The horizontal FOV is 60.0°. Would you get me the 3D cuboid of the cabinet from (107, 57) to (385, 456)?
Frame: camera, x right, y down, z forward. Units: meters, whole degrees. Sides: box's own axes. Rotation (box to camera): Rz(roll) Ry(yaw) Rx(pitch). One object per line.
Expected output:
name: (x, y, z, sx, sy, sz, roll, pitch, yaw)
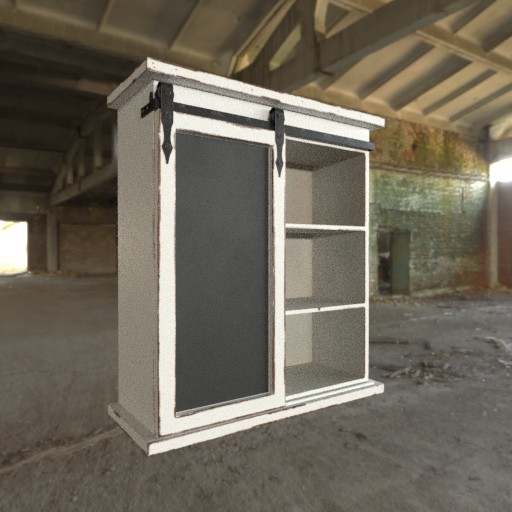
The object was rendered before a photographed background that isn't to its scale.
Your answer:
cabinet: (0.000, 0.000, 0.907, 0.541, 0.603, 0.210, 0, 1, -34)
